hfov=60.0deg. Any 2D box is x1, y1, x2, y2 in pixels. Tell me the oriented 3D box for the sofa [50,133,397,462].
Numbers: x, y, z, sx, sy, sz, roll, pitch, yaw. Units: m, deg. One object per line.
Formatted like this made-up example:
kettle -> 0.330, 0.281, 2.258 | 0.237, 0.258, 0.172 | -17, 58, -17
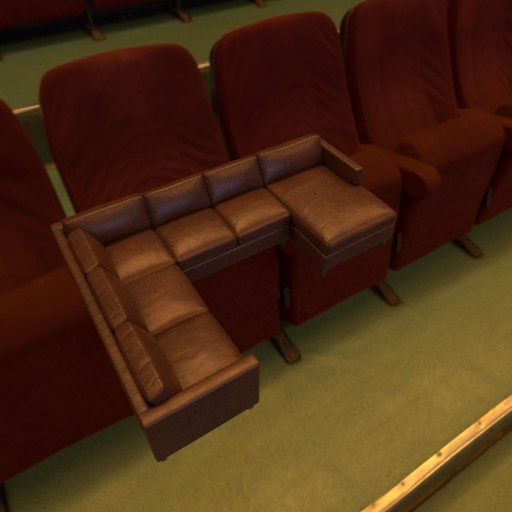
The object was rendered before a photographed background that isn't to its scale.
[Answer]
sofa -> 0.000, 0.000, 4.510 | 3.324, 0.891, 2.452 | -24, 50, -22
